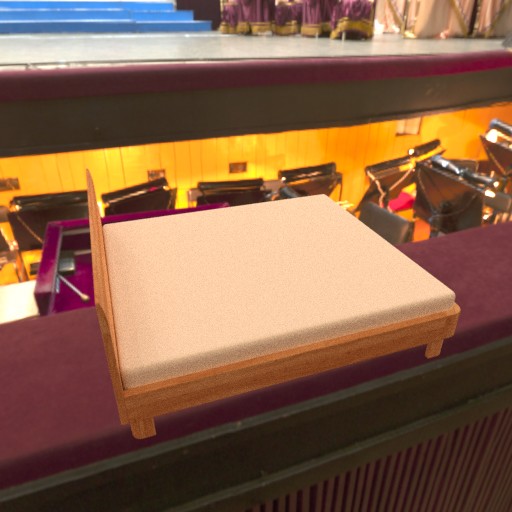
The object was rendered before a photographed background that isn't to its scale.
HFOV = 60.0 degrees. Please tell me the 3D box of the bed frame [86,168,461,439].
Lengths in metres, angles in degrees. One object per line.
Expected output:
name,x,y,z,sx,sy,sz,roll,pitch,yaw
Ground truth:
bed frame,0.000,0.000,3.151,2.092,0.940,1.872,-10,31,-17
